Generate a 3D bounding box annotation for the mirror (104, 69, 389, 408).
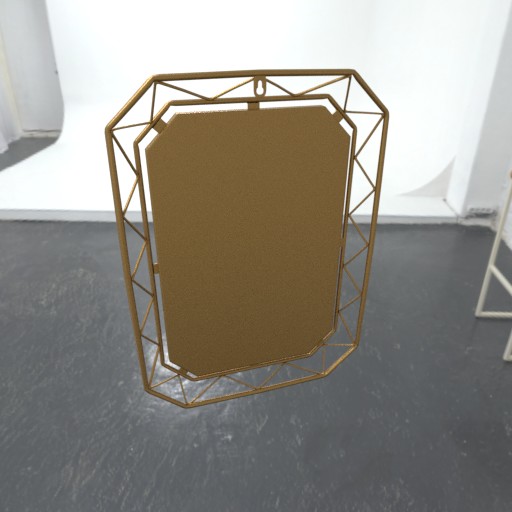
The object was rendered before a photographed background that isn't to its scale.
[{"bbox_3d":[0.000,0.000,0.724,0.417,0.566,0.042,-8,28,-15],"label":"mirror"}]
